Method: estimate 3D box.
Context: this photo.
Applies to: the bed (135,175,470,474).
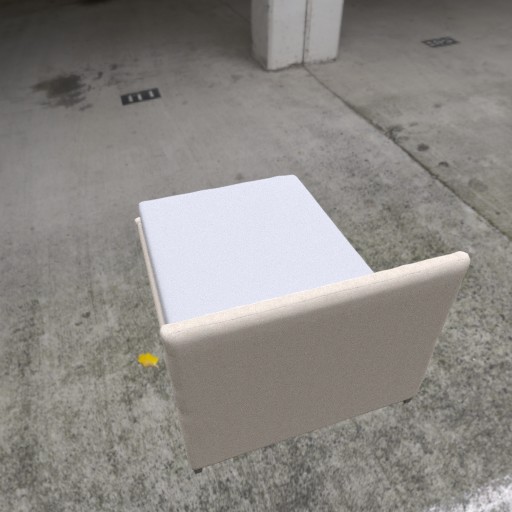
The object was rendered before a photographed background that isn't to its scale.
[{"bbox_3d":[0.000,0.000,3.476,1.698,1.427,2.387,-13,43,-14],"label":"bed"}]
